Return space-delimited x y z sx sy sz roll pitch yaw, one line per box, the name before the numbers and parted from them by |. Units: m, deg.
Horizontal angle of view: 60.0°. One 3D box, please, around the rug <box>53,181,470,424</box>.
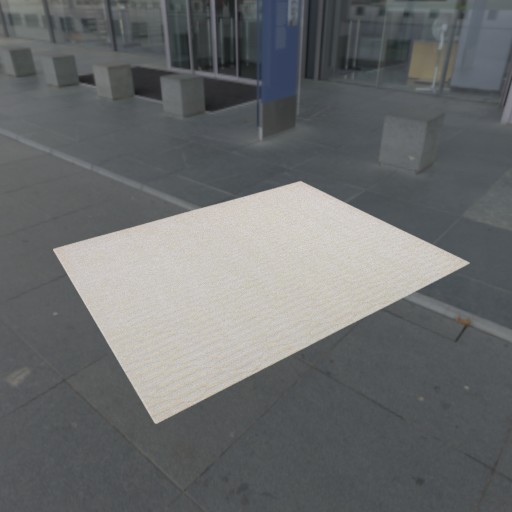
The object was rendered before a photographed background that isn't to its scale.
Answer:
rug | 0.000 0.000 4.127 3.055 0.021 2.410 -20 36 -29
